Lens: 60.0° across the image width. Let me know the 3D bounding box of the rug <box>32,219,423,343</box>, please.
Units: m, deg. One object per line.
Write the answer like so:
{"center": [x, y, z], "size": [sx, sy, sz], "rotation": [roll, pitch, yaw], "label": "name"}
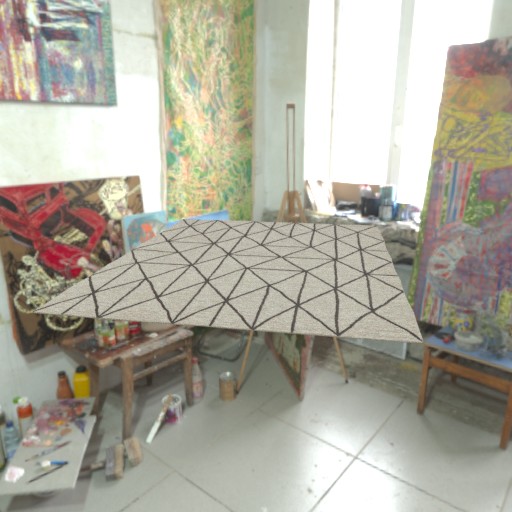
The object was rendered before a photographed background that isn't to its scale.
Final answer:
{"center": [0.000, 0.000, 4.124], "size": [2.468, 0.022, 3.061], "rotation": [3, 17, 9], "label": "rug"}
